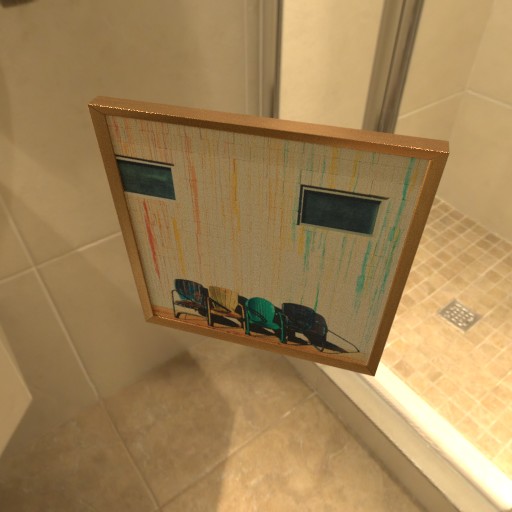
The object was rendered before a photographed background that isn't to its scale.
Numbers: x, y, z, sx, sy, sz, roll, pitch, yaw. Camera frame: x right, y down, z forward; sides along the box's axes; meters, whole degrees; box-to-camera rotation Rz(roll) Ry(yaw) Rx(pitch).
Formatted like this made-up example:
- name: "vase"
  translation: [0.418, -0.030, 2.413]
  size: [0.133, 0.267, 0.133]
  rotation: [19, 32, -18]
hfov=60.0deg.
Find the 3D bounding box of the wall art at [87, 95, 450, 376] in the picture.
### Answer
- name: "wall art"
  translation: [0.000, 0.000, 0.467]
  size: [0.302, 0.302, 0.019]
  rotation: [11, 44, 12]
